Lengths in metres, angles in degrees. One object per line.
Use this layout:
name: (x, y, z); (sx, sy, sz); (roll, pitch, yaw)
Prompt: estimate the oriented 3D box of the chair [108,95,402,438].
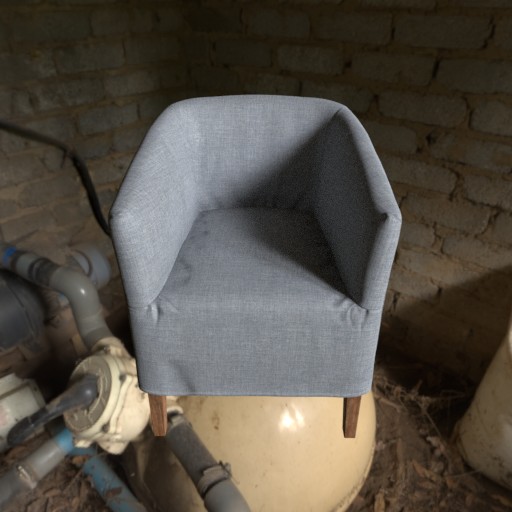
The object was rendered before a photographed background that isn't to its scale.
chair: (0.000, 0.000, 1.282); (0.600, 0.771, 0.668); (0, 31, 1)
